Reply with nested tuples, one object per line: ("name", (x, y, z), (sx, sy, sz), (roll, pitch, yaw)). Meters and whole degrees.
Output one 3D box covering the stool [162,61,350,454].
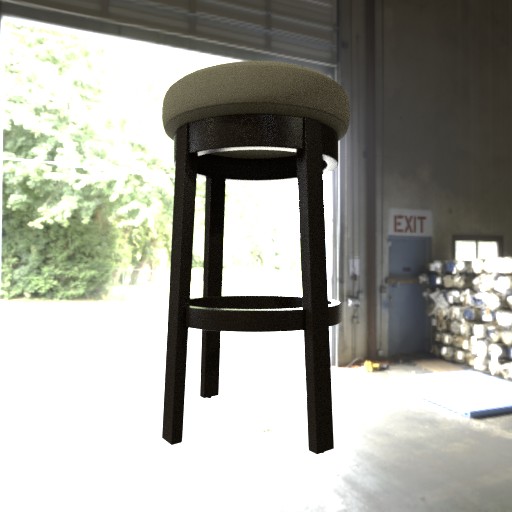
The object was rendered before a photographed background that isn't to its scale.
("stool", (0.000, 0.000, 1.025), (0.446, 0.758, 0.446), (0, -1, 0))
